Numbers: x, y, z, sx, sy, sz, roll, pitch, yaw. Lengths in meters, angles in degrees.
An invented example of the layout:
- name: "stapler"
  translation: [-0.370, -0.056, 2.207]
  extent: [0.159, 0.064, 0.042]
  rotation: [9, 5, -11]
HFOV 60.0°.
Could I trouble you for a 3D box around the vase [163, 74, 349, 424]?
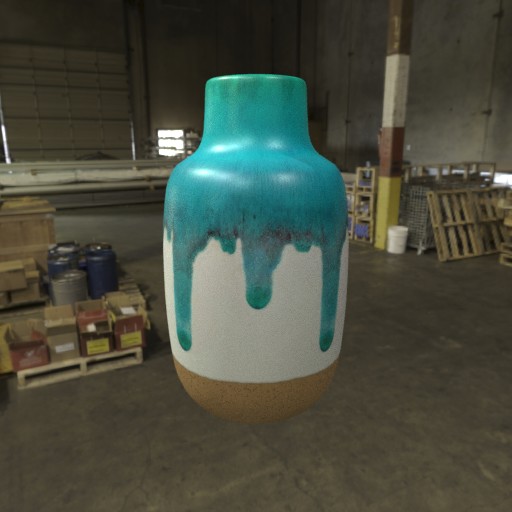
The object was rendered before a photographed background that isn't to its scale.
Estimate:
- name: "vase"
  translation: [0.000, 0.000, 0.259]
  extent: [0.106, 0.192, 0.106]
  rotation: [0, 14, 0]
